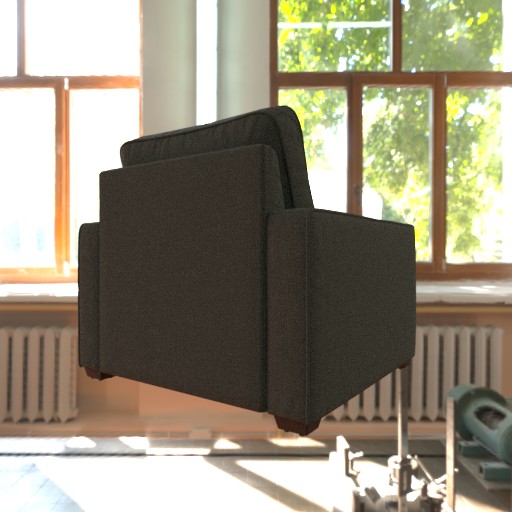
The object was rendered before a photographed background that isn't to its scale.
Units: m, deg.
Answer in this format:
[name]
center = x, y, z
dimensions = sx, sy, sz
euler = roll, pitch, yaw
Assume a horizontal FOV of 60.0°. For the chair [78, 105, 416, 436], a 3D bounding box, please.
[chair]
center = 0.000, 0.000, 1.752
dimensions = 1.017, 0.919, 0.940
euler = 0, 1, 35
